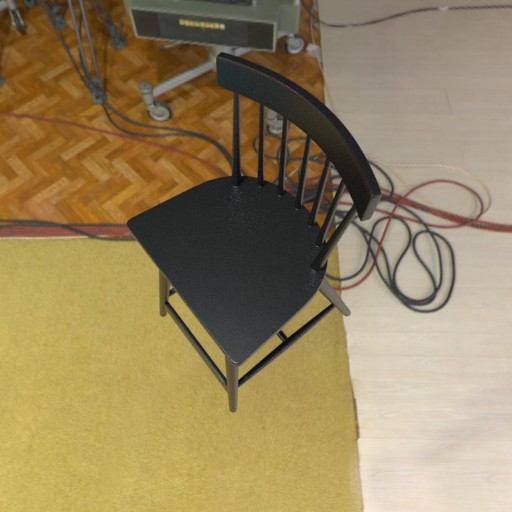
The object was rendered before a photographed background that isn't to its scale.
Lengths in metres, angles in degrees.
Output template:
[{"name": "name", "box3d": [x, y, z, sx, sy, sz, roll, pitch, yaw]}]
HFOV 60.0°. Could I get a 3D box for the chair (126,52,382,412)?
[{"name": "chair", "box3d": [0.000, 0.000, 1.250, 0.572, 0.952, 0.483, -35, 68, -17]}]
